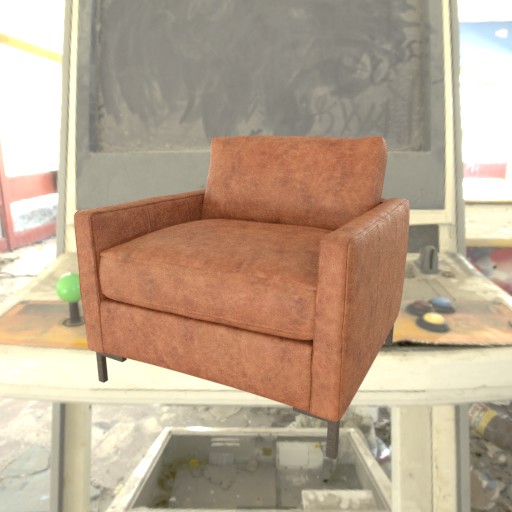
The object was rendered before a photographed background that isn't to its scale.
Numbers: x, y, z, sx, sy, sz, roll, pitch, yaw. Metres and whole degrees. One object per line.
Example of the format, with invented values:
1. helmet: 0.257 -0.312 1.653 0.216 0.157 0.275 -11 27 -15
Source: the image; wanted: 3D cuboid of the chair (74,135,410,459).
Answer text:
1. chair: 0.000 0.000 1.645 0.967 0.869 0.862 7 17 26
